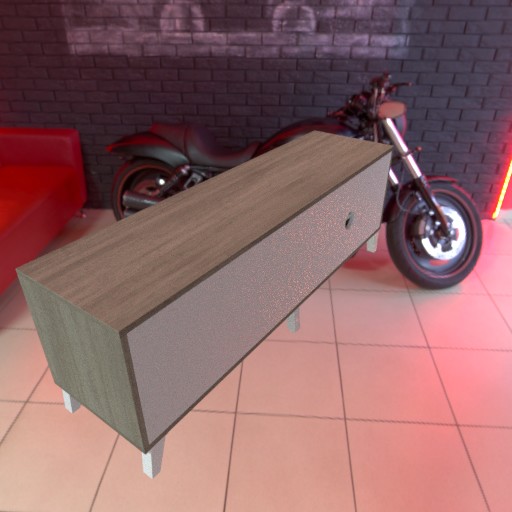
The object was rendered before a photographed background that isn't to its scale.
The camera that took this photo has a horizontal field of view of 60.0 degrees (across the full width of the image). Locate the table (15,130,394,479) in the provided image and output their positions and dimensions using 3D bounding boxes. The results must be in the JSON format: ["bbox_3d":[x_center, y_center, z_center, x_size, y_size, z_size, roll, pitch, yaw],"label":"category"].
[{"bbox_3d":[0.000,0.000,1.666,0.400,0.530,1.500,21,38,30],"label":"table"}]
